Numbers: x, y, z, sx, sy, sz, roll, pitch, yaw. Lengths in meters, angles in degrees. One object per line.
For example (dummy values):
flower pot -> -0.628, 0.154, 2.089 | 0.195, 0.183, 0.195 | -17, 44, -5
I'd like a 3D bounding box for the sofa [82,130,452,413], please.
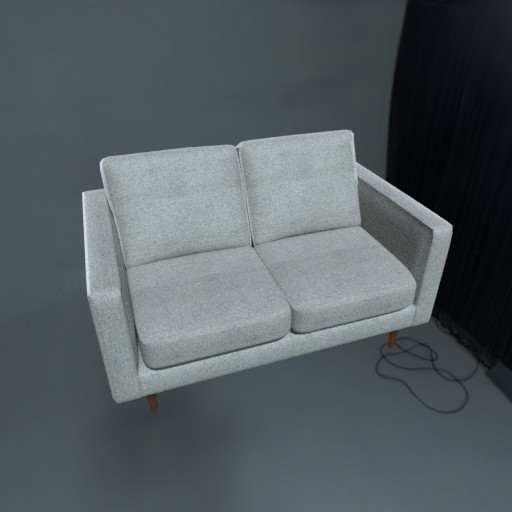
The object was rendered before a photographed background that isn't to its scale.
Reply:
sofa -> 0.000, 0.000, 2.202 | 1.527, 0.973, 0.969 | -11, 34, -16
